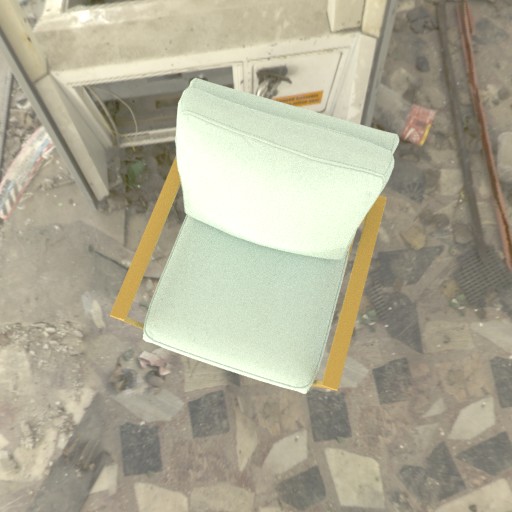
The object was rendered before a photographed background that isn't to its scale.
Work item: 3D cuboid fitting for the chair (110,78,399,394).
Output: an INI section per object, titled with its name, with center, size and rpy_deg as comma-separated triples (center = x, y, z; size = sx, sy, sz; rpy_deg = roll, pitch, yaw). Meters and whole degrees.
[chair]
center = 0.000, 0.000, 1.583
size = 0.758, 0.956, 0.813
rpy_deg = 17, 76, 4
